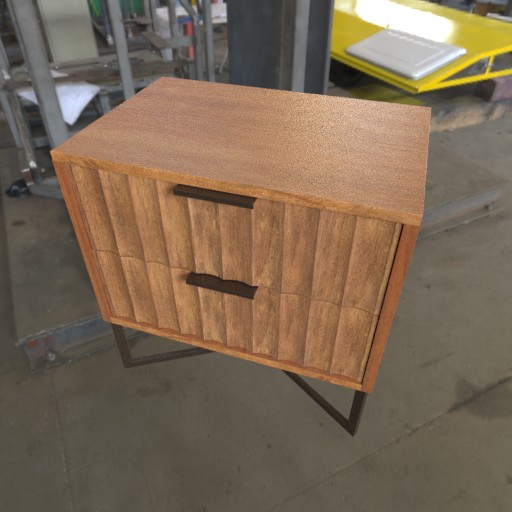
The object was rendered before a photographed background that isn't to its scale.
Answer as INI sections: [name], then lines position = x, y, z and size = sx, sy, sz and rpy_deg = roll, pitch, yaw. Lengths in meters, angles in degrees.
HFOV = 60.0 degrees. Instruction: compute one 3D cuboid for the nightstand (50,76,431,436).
[nightstand]
position = 0.000, 0.000, 1.022
size = 0.613, 0.615, 0.427
rpy_deg = 12, 41, 14
